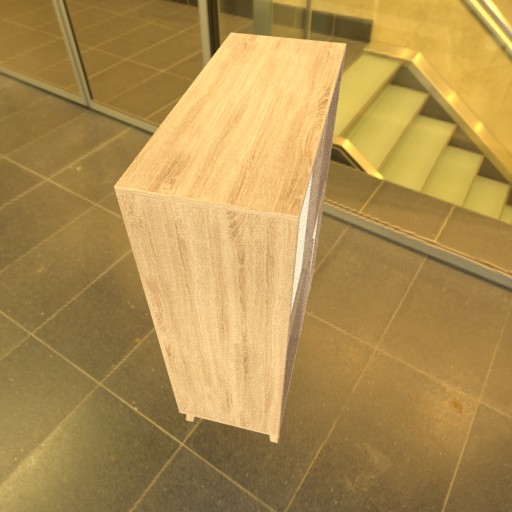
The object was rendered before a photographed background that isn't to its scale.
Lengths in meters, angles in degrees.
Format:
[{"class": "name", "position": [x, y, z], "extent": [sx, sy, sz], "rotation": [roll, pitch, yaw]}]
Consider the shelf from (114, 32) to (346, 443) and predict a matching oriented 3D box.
[{"class": "shelf", "position": [0.000, 0.000, 1.857], "extent": [0.450, 1.390, 1.000], "rotation": [10, 47, 10]}]
